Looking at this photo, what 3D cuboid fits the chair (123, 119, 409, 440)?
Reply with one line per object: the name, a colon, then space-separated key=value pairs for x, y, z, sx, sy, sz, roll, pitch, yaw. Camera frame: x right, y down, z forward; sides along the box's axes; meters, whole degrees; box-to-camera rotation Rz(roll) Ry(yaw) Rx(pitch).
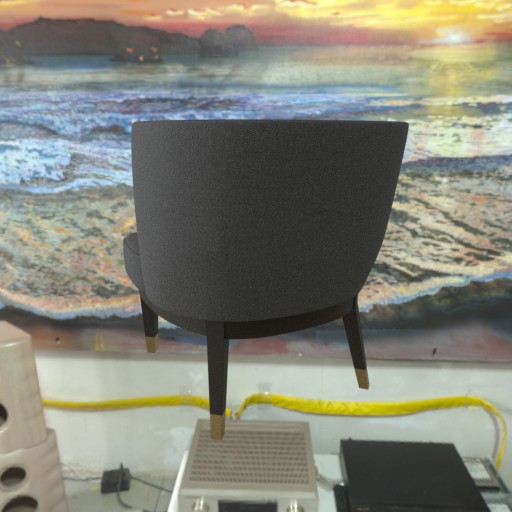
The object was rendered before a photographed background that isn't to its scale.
chair: x=0.000 y=0.000 z=1.208 sx=0.639 sy=0.695 sz=0.698 roll=-8 pitch=18 yaw=-27
